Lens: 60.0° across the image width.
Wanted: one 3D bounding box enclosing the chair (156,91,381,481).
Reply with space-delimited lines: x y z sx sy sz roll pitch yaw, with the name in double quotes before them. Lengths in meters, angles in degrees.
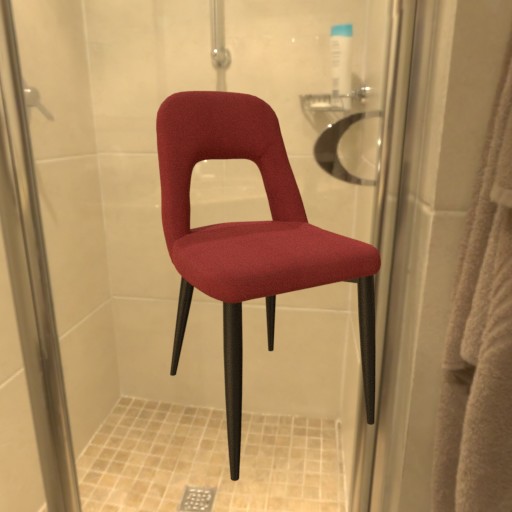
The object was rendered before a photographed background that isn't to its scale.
"chair" 0.000 0.000 1.230 0.483 0.892 0.569 -9 18 -28
